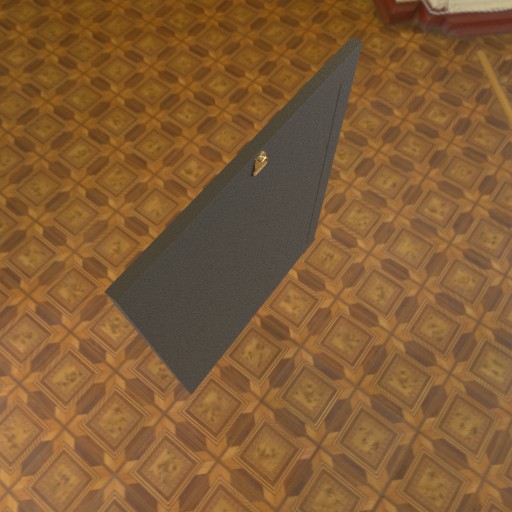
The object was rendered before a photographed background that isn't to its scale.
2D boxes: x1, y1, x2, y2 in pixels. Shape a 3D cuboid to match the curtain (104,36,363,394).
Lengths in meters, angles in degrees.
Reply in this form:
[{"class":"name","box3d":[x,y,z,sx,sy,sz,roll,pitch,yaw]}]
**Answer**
[{"class":"curtain","box3d":[0.000,0.000,0.799,0.027,0.585,0.483,34,69,15]}]
